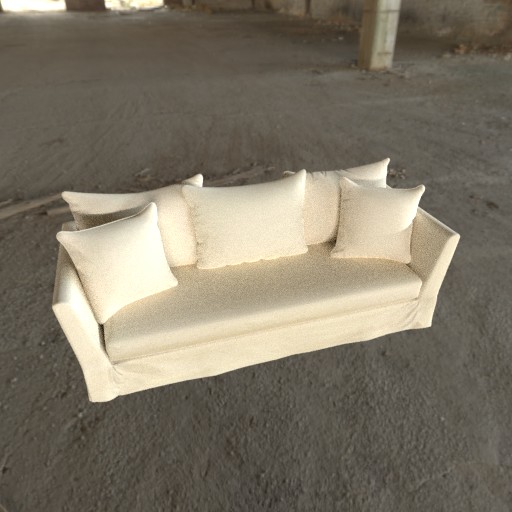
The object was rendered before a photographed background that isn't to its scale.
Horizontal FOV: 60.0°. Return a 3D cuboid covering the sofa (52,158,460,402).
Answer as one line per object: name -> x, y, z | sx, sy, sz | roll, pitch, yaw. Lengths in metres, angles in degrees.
sofa -> 0.000, 0.000, 3.077 | 2.484, 1.042, 1.030 | -9, 33, -15
